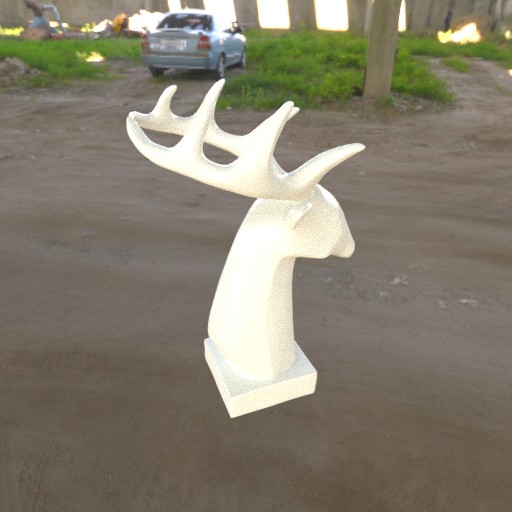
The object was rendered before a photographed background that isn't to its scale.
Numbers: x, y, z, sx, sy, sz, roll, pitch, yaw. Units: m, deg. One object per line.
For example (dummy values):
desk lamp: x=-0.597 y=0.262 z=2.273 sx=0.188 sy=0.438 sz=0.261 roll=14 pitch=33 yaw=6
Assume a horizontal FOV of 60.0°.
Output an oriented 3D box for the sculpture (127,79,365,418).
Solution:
sculpture: x=0.000 y=0.000 z=0.452 sx=0.224 sy=0.329 sz=0.174 roll=-11 pitch=31 yaw=-19
